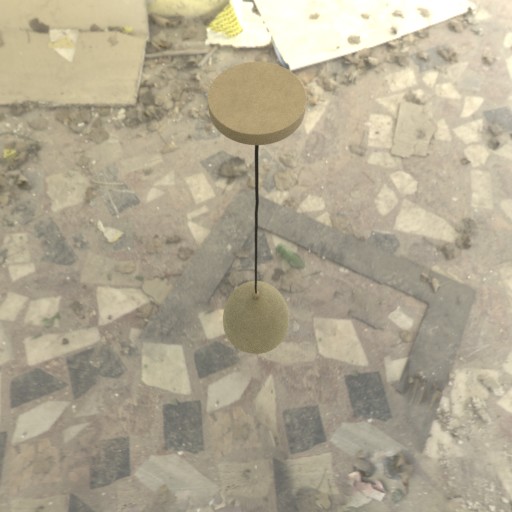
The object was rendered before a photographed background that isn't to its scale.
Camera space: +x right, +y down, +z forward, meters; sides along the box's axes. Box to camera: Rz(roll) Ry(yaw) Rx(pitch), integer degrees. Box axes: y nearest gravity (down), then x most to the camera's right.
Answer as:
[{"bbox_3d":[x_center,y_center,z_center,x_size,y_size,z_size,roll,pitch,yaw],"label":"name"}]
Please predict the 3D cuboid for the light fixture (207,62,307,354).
[{"bbox_3d":[0.000,0.000,0.809,0.170,0.759,0.170,17,65,8],"label":"light fixture"}]
